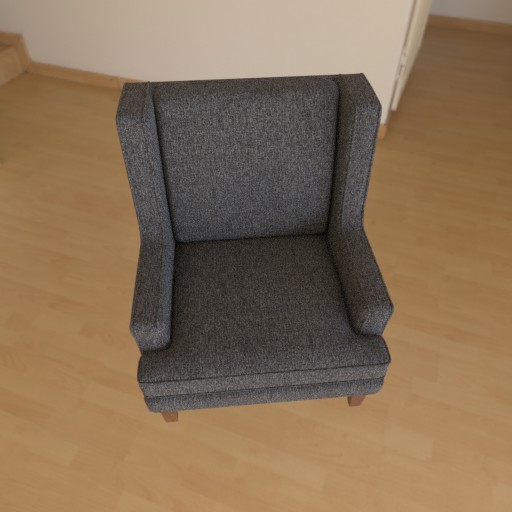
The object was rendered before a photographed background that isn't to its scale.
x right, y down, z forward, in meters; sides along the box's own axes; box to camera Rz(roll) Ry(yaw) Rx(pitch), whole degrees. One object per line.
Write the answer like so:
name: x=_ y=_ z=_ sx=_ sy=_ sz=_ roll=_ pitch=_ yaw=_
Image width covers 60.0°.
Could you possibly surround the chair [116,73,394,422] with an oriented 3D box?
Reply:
chair: x=0.000 y=0.000 z=1.793 sx=0.942 sy=1.082 sz=0.927 roll=-4 pitch=47 yaw=-3
